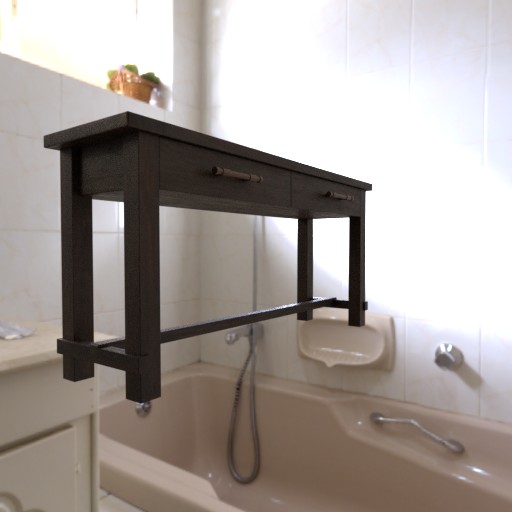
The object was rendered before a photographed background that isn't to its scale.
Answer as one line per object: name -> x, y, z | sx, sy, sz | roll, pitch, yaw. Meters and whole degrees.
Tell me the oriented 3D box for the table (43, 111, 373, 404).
table -> 0.000, 0.000, 1.877 | 0.442, 0.762, 1.599 | 1, 1, 37
